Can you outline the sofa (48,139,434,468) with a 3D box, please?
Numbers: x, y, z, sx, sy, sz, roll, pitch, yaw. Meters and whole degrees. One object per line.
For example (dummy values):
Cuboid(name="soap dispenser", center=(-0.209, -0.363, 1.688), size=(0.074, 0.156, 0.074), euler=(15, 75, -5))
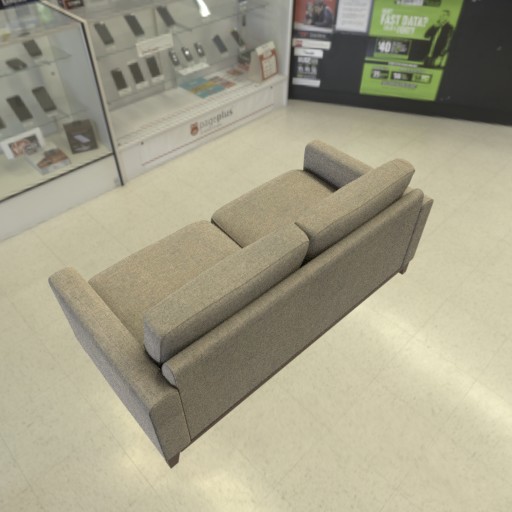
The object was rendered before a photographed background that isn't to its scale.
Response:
Cuboid(name="sofa", center=(0.000, 0.000, 2.513), size=(1.978, 0.892, 0.969), euler=(-32, 53, -28))
